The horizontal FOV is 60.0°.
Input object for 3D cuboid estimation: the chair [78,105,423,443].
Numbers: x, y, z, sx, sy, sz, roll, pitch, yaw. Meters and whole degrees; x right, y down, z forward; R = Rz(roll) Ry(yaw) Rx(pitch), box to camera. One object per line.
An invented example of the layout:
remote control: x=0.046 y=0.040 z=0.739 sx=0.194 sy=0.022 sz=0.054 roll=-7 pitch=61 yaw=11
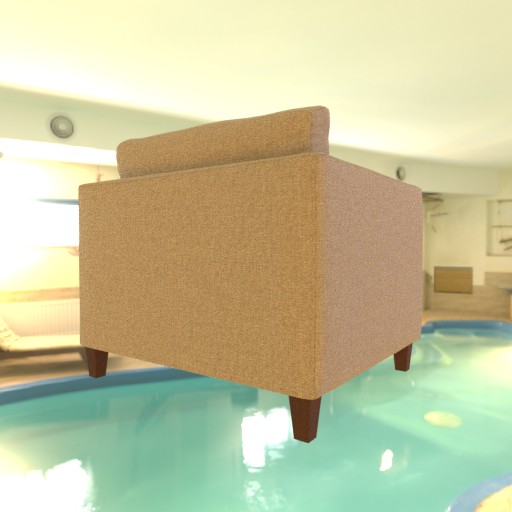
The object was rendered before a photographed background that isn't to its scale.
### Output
chair: x=0.000 y=0.000 z=1.811 sx=1.107 sy=0.961 sz=0.959 roll=1 pitch=2 yaw=36
